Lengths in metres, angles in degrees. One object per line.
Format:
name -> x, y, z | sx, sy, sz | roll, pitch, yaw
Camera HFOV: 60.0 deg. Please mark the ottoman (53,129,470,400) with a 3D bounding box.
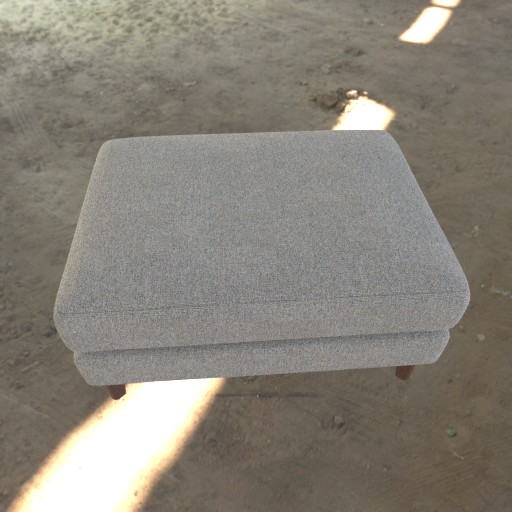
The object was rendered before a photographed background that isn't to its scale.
ottoman -> 0.000, 0.000, 1.164 | 0.821, 0.441, 0.611 | -3, 47, -3
